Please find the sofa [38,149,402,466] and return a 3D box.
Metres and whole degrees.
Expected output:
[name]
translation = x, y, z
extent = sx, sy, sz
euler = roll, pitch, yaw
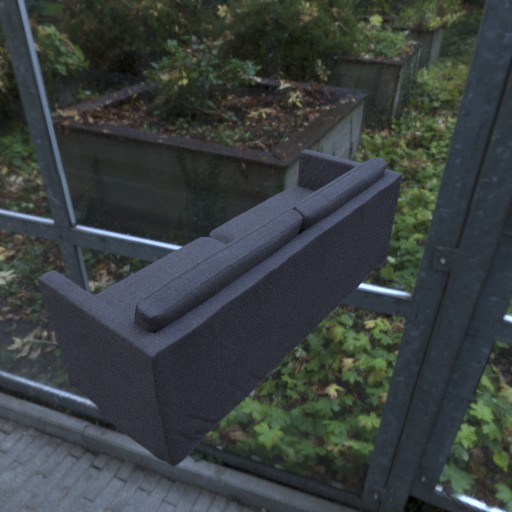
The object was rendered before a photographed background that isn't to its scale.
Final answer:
[sofa]
translation = 0.000, 0.000, 3.307
extent = 1.036, 0.998, 2.779
euler = 23, 39, 32
